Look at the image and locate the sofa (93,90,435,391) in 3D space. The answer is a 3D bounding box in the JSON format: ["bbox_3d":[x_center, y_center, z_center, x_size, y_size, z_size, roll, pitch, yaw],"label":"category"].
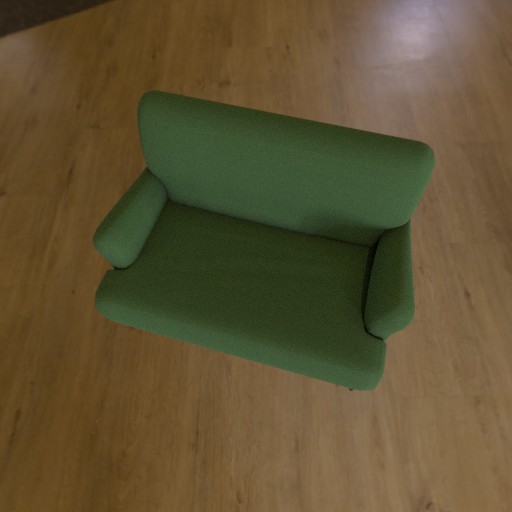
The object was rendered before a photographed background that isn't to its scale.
[{"bbox_3d":[0.000,0.000,1.886,1.297,0.889,0.779,14,59,9],"label":"sofa"}]
